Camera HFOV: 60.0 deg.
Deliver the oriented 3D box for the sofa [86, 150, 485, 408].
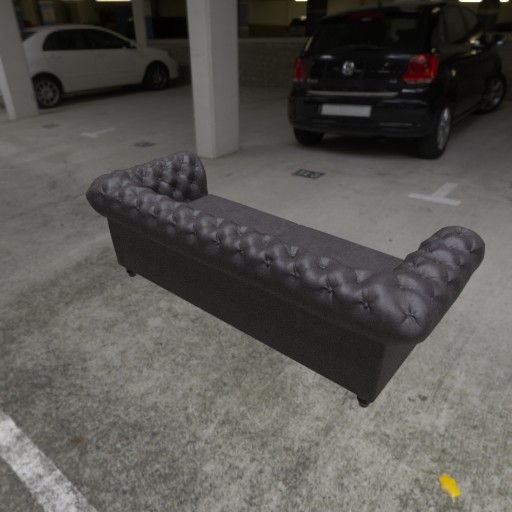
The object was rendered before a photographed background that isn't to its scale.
[{"bbox_3d":[0.000,0.000,2.796,2.385,0.783,0.944,23,37,33],"label":"sofa"}]
